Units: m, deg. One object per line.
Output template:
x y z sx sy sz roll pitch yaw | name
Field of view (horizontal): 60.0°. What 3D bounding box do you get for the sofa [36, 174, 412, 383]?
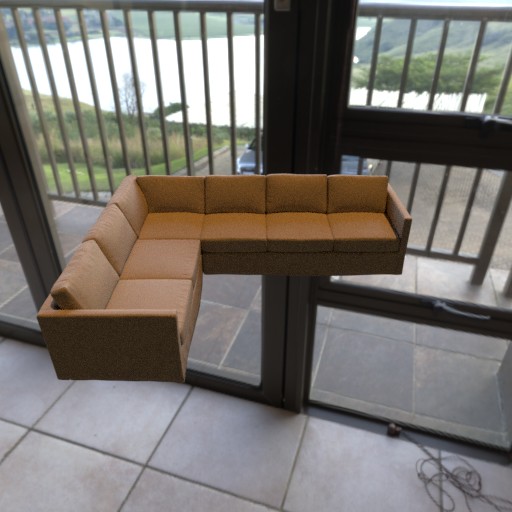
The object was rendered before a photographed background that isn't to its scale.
0.000 0.000 4.334 3.182 0.871 2.432 0 32 0 | sofa
